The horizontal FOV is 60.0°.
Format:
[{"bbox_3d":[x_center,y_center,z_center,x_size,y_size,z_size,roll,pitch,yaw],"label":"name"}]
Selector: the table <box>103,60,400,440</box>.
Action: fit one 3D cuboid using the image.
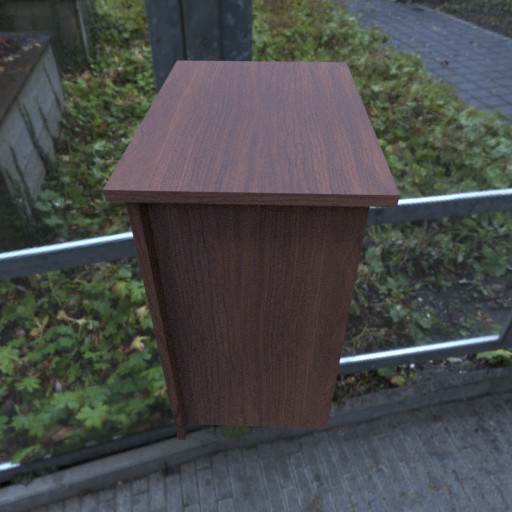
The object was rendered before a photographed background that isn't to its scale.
[{"bbox_3d":[0.000,0.000,1.052,0.406,0.711,0.589,1,40,2],"label":"table"}]
